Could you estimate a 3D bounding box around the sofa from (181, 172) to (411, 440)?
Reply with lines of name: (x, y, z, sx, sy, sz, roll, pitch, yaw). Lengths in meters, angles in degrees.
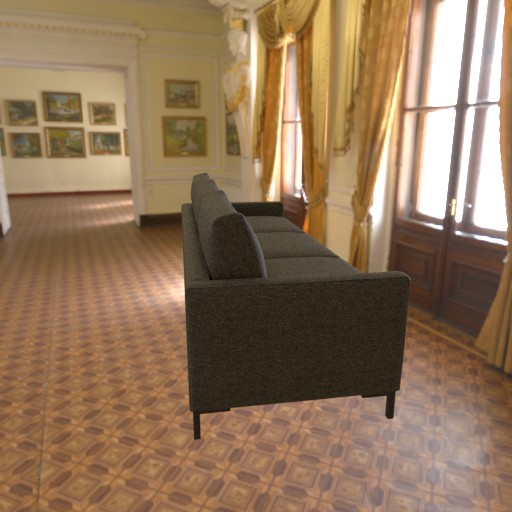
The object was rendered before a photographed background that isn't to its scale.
sofa: (0.000, 0.000, 2.709, 0.876, 0.879, 2.253, -2, 15, -9)
